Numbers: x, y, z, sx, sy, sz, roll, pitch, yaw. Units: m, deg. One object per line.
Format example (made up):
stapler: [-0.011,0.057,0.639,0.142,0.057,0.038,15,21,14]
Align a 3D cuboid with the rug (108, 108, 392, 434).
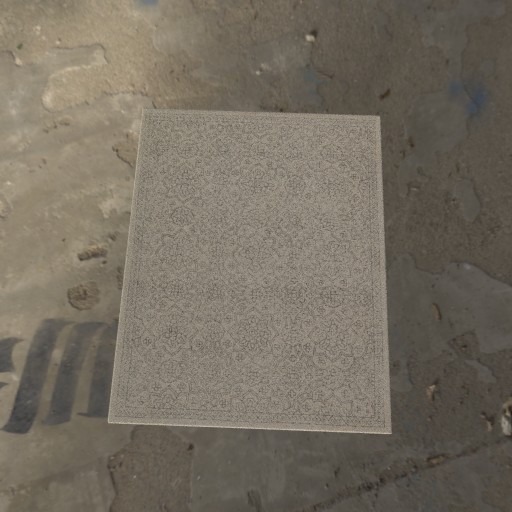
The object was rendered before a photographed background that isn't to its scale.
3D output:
rug: [0.000,0.000,4.174,2.441,0.015,3.050,2,76,1]
